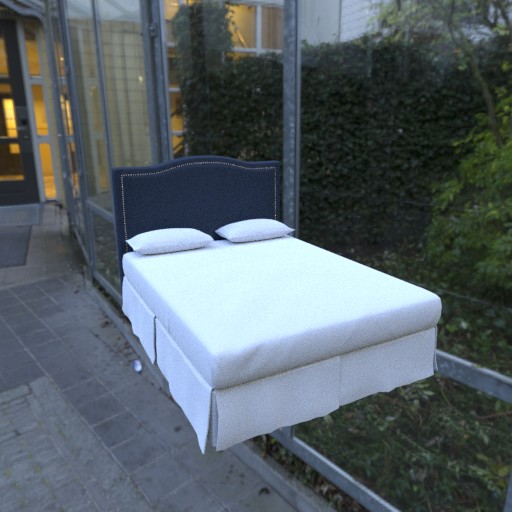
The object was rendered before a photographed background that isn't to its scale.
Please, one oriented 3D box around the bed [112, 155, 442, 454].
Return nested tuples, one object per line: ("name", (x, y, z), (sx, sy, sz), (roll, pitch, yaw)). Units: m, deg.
("bed", (0.000, 0.000, 3.527), (1.821, 1.436, 2.282), (-9, 19, -27))
